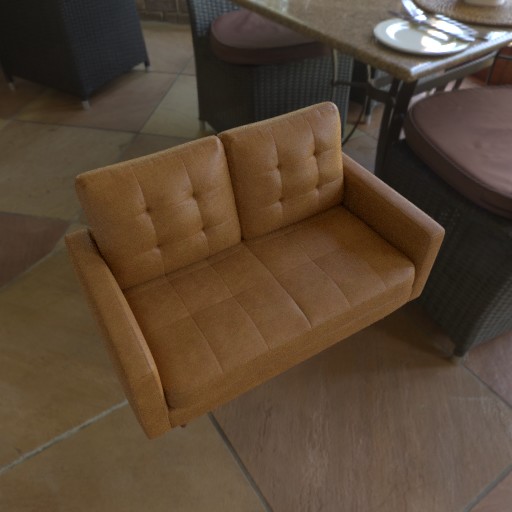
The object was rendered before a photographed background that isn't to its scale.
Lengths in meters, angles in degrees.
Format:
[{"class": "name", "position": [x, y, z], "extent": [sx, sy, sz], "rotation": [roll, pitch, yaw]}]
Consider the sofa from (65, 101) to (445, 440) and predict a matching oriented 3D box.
[{"class": "sofa", "position": [0.000, 0.000, 1.953], "extent": [1.430, 0.898, 0.868], "rotation": [-23, 49, -21]}]
